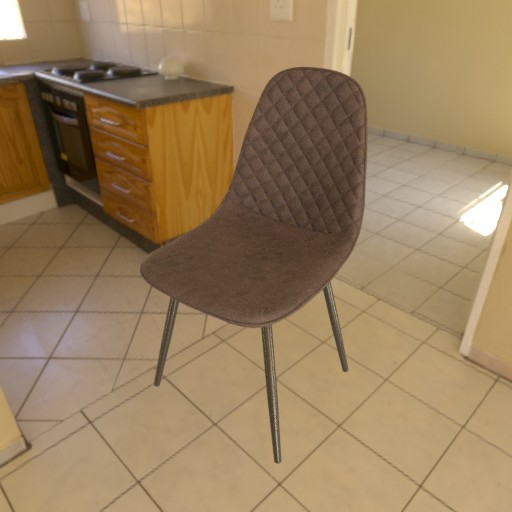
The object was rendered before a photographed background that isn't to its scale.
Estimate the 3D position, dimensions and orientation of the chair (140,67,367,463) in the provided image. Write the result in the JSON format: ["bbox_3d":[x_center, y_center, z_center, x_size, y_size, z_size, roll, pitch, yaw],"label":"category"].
[{"bbox_3d":[0.000,0.000,1.202,0.472,0.889,0.561,20,36,30],"label":"chair"}]
